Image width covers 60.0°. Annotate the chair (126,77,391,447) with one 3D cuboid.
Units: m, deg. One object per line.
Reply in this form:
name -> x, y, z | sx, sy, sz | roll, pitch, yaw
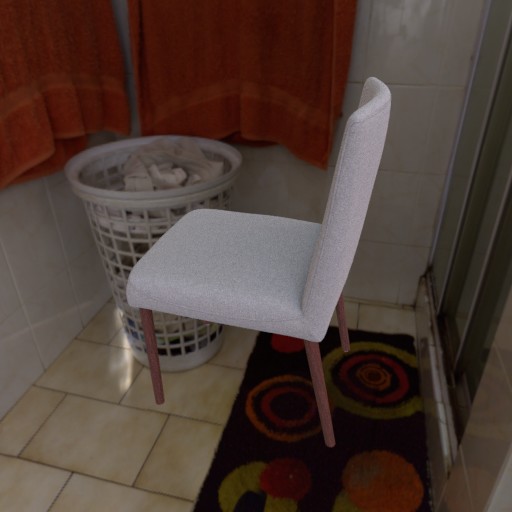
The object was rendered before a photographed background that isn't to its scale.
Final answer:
chair -> 0.000, 0.000, 1.171 | 0.570, 0.859, 0.456 | 8, 32, 14
